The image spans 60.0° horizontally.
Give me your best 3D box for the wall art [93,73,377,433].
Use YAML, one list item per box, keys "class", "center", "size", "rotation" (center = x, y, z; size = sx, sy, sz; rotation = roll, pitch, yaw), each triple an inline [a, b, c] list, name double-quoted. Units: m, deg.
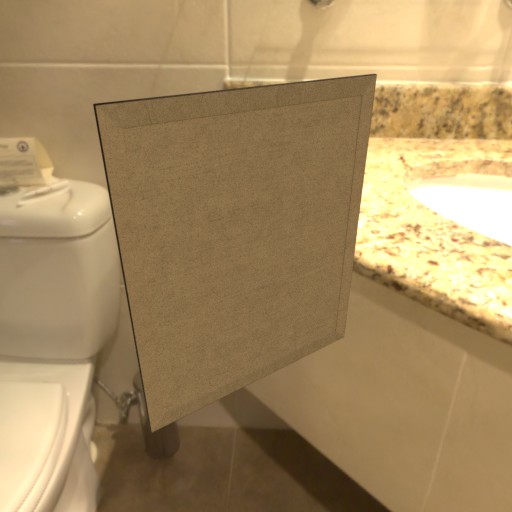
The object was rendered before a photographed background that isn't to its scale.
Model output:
- class: "wall art"
  center: [0.000, 0.000, 0.629]
  size: [0.381, 0.457, 0.023]
  rotation: [-18, 34, -29]
